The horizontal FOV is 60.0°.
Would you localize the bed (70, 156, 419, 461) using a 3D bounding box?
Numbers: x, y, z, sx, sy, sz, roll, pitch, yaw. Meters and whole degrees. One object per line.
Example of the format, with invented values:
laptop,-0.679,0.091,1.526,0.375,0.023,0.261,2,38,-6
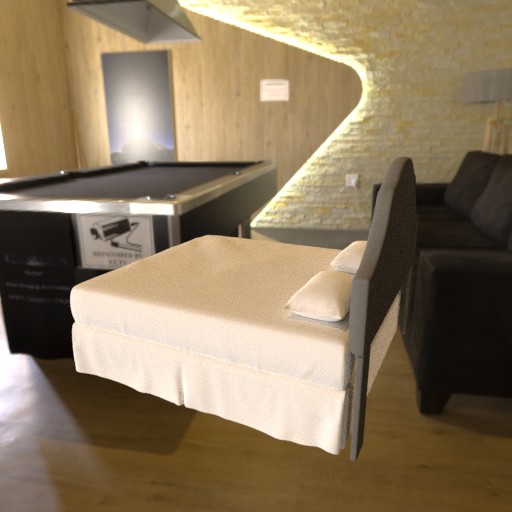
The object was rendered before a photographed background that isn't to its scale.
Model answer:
bed,0.000,0.000,3.565,2.214,1.615,2.008,8,18,25
